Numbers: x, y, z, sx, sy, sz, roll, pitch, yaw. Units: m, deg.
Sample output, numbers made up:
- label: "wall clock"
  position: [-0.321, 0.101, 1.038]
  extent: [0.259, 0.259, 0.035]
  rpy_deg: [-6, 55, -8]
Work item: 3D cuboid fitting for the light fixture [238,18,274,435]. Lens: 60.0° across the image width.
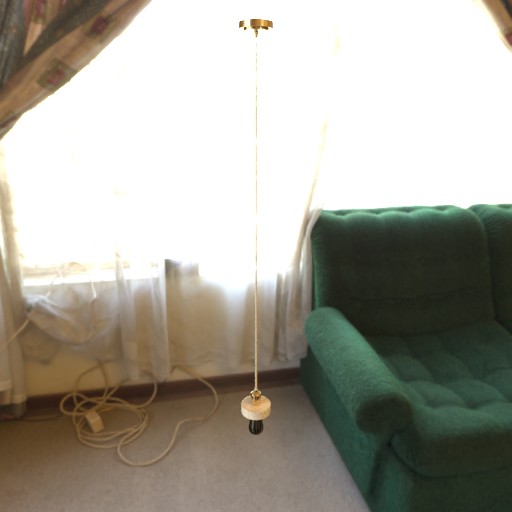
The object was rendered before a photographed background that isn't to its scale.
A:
- label: "light fixture"
  position: [0.000, 0.000, 1.754]
  extent: [0.129, 1.669, 0.129]
  rpy_deg: [-9, 18, -27]
